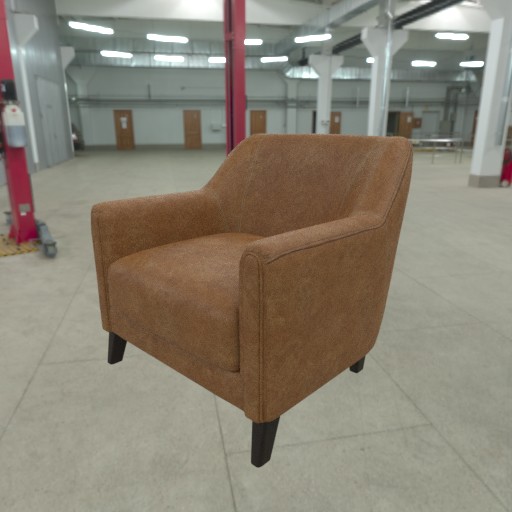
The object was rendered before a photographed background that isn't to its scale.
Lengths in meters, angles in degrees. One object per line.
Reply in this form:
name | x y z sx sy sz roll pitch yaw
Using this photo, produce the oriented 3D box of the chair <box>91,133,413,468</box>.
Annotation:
chair | 0.000 0.000 1.873 1.037 0.980 1.034 15 23 41
